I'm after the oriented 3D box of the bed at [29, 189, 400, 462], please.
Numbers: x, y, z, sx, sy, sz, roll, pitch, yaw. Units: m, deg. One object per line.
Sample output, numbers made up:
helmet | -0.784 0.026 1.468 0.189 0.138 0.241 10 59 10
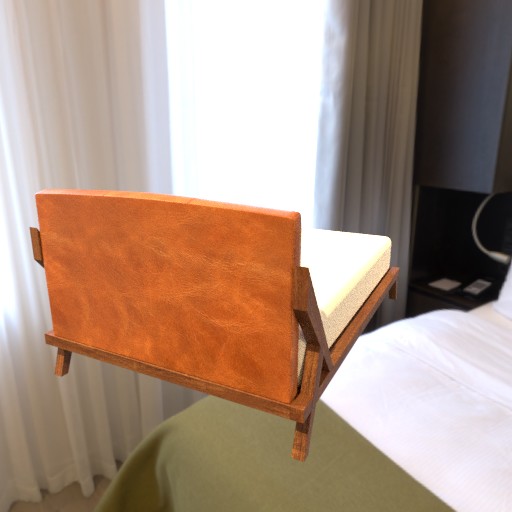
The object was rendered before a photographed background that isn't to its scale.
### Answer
bed | 0.000 0.000 3.188 1.651 1.168 2.311 8 18 26
